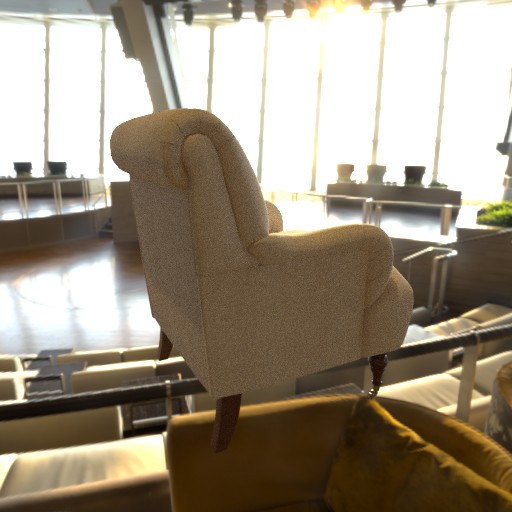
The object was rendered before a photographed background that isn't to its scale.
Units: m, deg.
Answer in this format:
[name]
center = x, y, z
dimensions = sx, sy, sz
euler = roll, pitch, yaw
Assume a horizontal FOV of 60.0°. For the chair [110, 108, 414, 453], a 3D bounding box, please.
[chair]
center = 0.000, 0.000, 1.553
dimensions = 0.842, 0.944, 0.766
euler = -7, 16, -26
